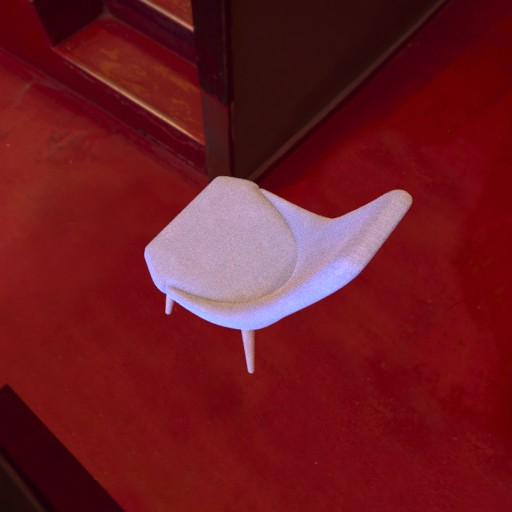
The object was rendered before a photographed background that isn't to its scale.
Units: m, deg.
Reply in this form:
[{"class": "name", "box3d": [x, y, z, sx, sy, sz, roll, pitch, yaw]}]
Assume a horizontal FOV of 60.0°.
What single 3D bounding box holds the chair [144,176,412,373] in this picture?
[{"class": "chair", "box3d": [0.000, 0.000, 1.407, 0.660, 1.040, 0.510, 35, 69, 16]}]
